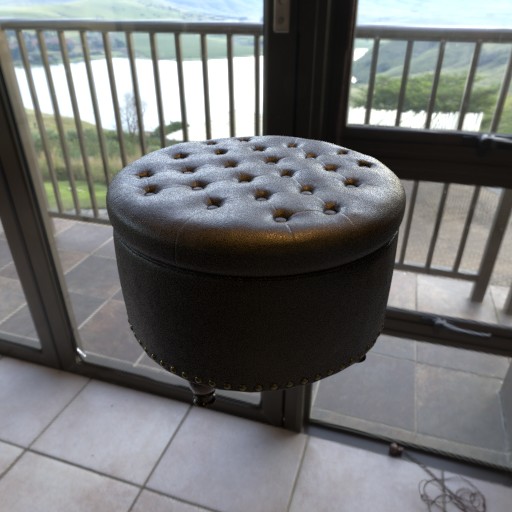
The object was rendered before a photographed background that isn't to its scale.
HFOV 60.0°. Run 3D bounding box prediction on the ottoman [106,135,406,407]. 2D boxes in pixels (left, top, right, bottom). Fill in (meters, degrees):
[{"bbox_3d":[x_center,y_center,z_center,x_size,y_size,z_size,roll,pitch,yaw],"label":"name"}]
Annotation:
[{"bbox_3d":[0.000,0.000,1.068,0.637,0.442,0.637,0,30,0],"label":"ottoman"}]
